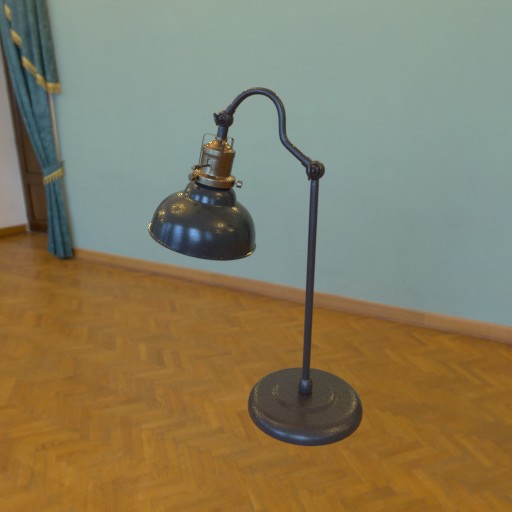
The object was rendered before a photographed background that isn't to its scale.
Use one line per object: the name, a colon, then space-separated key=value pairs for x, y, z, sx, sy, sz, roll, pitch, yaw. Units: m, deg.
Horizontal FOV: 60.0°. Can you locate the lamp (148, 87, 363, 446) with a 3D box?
lamp: x=0.000 y=0.000 z=0.712 sx=0.374 sy=0.508 sz=0.192 roll=8 pitch=19 yaw=25
